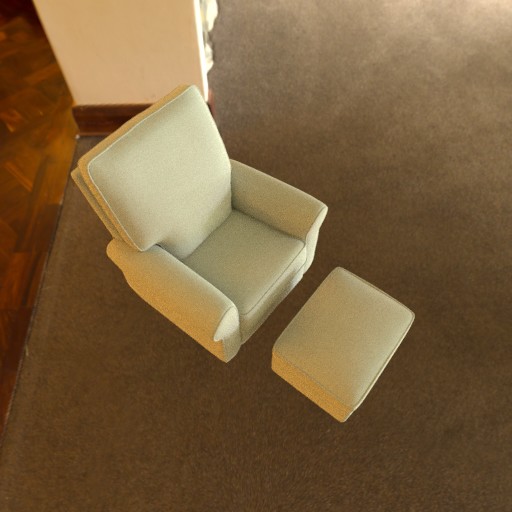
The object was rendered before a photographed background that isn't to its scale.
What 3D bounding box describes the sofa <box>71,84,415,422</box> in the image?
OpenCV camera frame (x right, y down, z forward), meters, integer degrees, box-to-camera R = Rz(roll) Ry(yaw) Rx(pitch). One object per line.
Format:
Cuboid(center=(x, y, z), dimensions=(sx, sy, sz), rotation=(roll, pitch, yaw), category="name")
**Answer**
Cuboid(center=(0.000, 0.000, 2.063), dimensions=(1.478, 0.959, 0.880), rotation=(34, 64, 19), category="sofa")
